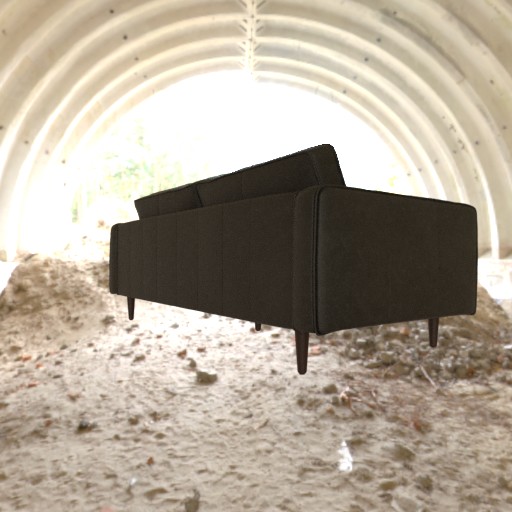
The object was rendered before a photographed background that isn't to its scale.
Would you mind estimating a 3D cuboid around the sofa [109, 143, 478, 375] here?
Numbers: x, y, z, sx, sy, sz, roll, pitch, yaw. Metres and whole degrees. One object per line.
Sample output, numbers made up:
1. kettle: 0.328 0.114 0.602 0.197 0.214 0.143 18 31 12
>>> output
1. sofa: 0.000 0.000 2.272 0.921 0.770 1.879 0 0 -36
